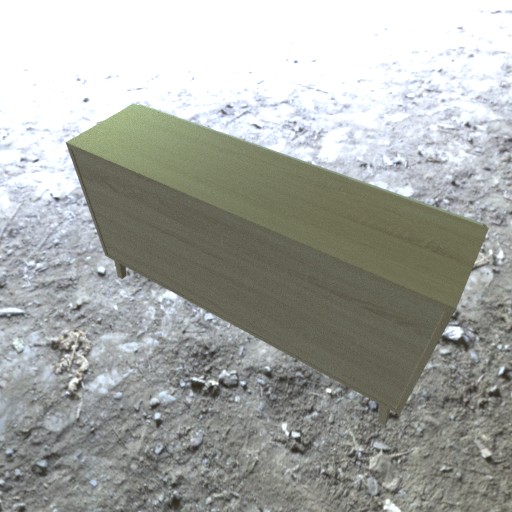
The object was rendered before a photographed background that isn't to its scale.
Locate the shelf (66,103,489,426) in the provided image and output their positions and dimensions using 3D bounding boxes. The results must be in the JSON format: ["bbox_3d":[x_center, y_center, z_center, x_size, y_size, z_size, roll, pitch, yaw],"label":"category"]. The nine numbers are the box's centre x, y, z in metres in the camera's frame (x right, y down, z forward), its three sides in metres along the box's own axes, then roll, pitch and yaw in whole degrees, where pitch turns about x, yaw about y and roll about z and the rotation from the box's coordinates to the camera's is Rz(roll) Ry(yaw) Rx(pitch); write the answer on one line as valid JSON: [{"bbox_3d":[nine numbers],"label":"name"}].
[{"bbox_3d":[0.000,0.000,1.828,1.490,0.780,0.400,25,51,22],"label":"shelf"}]
